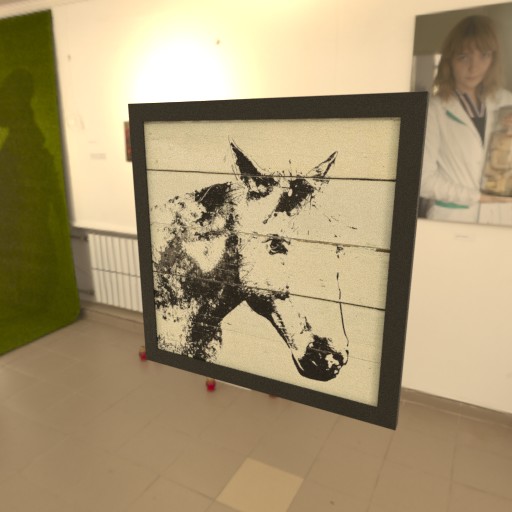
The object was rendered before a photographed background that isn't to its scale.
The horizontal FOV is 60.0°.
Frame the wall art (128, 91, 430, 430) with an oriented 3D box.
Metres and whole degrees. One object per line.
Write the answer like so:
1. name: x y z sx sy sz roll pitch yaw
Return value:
1. wall art: 0.000 0.000 1.516 1.016 1.016 0.038 8 17 26
